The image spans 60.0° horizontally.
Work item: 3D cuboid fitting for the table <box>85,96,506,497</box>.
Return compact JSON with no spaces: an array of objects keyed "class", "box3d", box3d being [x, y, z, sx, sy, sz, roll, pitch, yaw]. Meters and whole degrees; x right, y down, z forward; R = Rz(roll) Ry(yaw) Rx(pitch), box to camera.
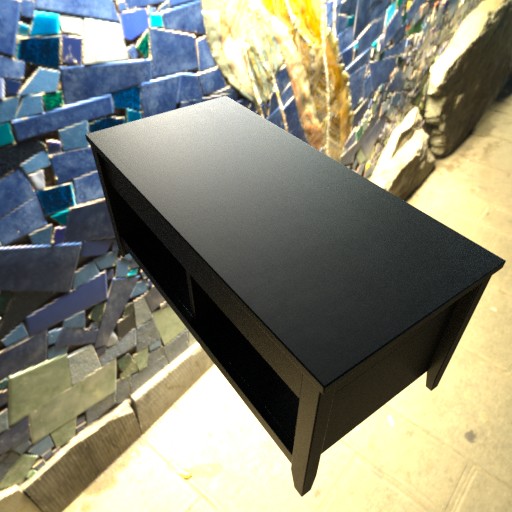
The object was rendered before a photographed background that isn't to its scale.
[{"class":"table","box3d":[0.000,0.000,1.226,0.483,0.457,1.016,-26,48,-26]}]
